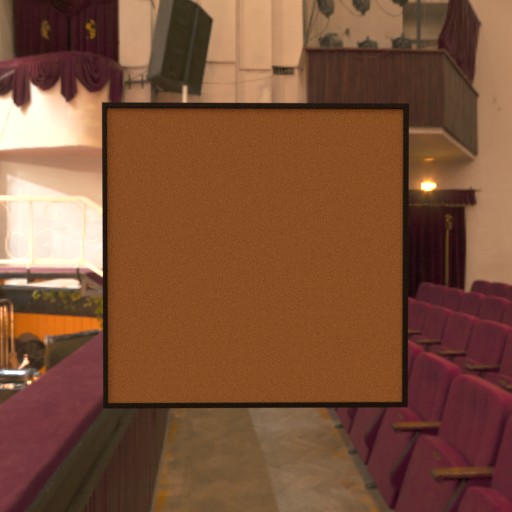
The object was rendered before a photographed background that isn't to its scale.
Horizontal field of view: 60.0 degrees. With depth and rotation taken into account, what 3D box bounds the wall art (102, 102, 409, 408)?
[{"bbox_3d":[0.000,0.000,0.670,0.458,0.457,0.013,0,1,-1],"label":"wall art"}]
